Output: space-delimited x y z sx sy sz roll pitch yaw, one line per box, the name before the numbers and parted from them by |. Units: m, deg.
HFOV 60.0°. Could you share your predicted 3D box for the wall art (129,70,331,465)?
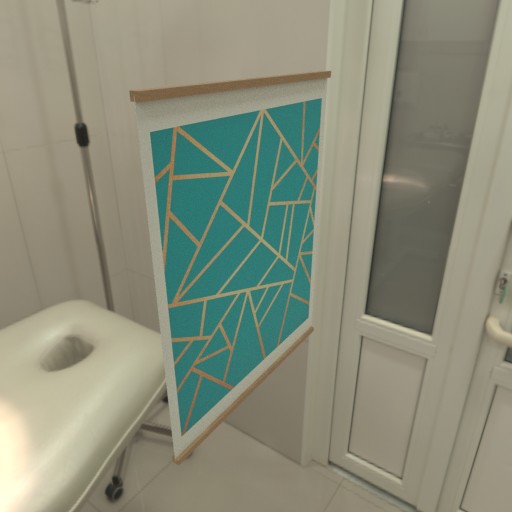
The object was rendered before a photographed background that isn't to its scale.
wall art | 0.000 0.000 0.681 0.012 0.508 0.405 17 31 31
